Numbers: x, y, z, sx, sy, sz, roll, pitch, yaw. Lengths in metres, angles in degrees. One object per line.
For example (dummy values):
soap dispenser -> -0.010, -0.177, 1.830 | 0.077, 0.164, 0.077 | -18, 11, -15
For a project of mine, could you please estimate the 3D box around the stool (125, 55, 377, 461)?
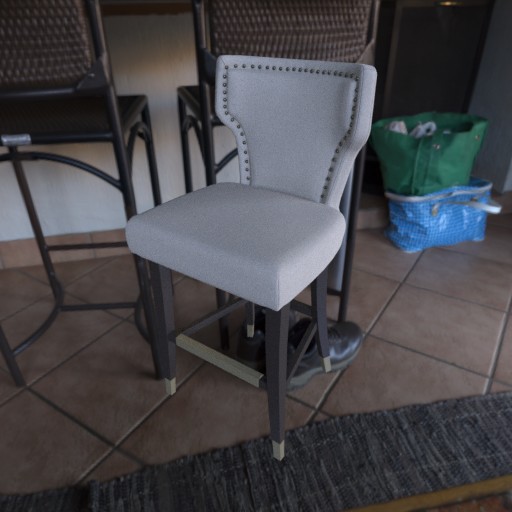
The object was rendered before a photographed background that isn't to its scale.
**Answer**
stool -> 0.000, 0.000, 1.370 | 0.526, 1.092, 0.563 | 19, 34, 30
